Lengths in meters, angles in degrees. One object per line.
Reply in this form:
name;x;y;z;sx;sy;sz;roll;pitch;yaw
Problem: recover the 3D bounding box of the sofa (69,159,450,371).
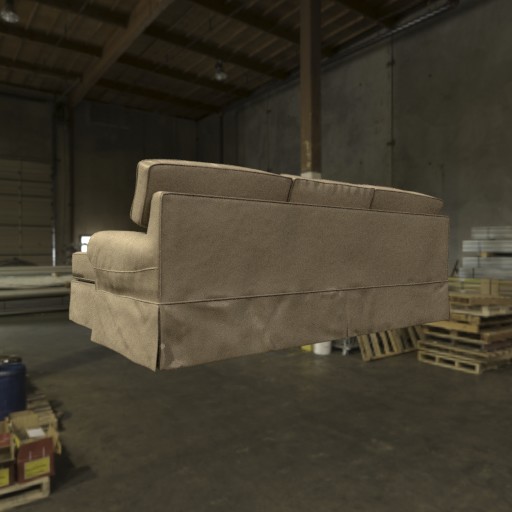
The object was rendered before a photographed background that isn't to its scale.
sofa;0.000;0.000;3.310;2.475;0.978;1.733;-1;1;-37
